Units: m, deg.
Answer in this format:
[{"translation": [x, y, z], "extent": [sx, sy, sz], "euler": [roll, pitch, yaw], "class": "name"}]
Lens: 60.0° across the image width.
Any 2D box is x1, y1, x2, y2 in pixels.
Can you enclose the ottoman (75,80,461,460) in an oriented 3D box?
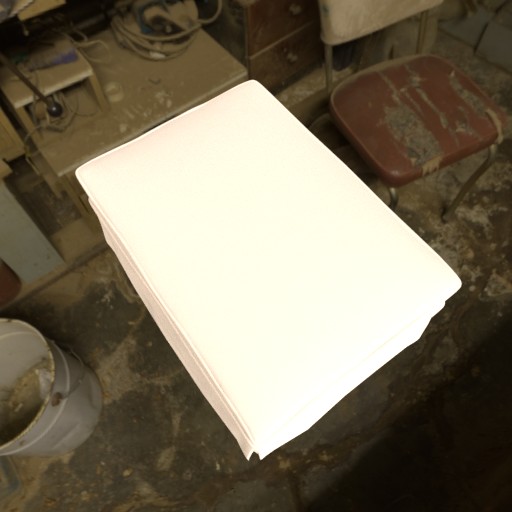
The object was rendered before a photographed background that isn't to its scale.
[{"translation": [0.000, 0.000, 1.347], "extent": [0.703, 0.479, 0.944], "euler": [-33, 67, -16], "class": "ottoman"}]
